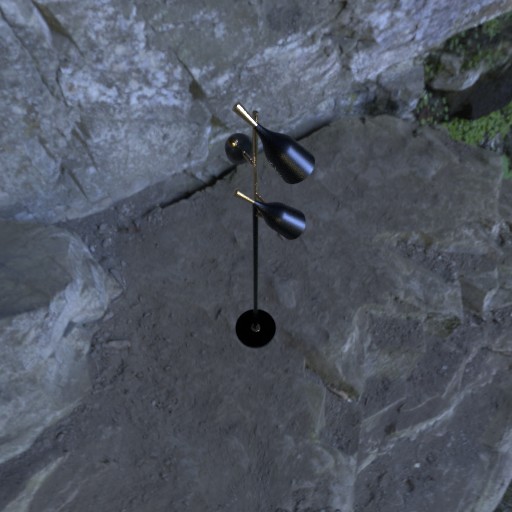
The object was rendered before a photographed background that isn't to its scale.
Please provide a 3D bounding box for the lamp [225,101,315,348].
[{"bbox_3d":[0.000,0.000,1.995,0.253,1.778,0.434,-30,64,-17],"label":"lamp"}]
